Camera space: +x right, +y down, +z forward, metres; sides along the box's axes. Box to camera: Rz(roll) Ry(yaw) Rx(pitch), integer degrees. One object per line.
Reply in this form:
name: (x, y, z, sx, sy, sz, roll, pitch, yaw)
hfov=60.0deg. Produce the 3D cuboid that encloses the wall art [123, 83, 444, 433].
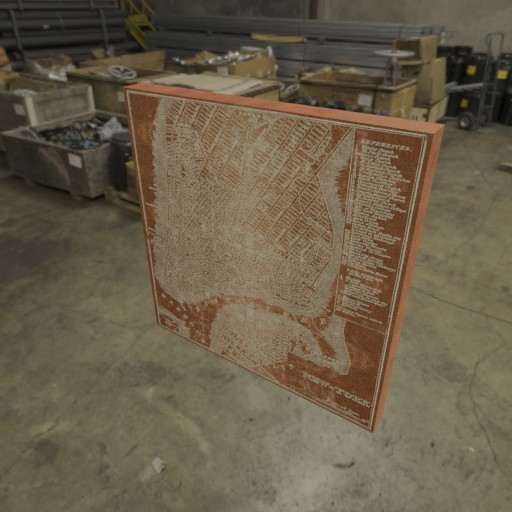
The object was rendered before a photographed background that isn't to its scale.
wall art: (0.000, 0.000, 0.602, 0.403, 0.403, 0.035, 19, 36, 29)
